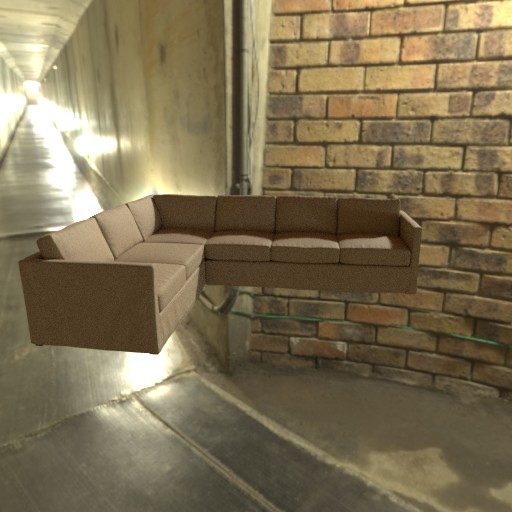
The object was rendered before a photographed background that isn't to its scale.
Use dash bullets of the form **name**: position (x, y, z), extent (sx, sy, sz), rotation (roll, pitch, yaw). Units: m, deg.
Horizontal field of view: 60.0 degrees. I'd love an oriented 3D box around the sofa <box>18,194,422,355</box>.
- **sofa**: position (0.000, 0.000, 4.228), extent (3.182, 0.871, 2.432), rotation (2, 16, 6)
